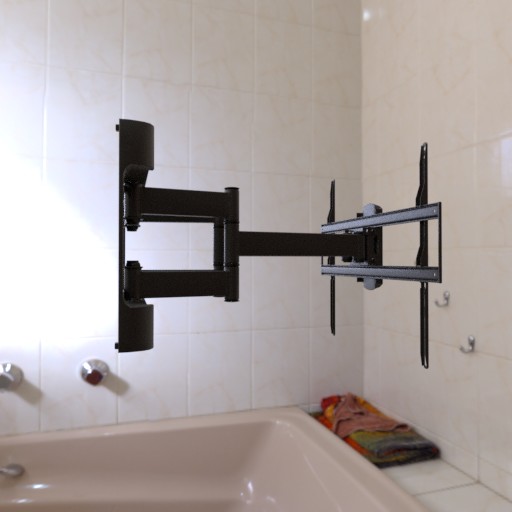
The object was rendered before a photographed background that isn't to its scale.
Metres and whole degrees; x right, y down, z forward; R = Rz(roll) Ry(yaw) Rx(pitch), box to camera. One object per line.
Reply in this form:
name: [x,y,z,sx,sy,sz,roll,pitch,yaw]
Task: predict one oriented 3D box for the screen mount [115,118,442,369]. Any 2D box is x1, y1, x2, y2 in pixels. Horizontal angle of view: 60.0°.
screen mount: [0.000,0.000,0.939,0.556,0.424,0.571,0,-1,-16]
